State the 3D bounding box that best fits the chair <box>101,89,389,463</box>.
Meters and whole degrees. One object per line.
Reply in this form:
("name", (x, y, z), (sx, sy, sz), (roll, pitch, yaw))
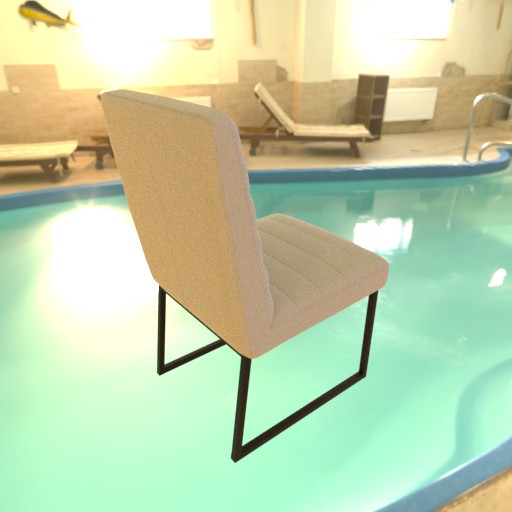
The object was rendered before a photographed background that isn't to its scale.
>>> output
("chair", (0.000, 0.000, 1.310), (0.634, 0.930, 0.520), (-19, 32, -34))
